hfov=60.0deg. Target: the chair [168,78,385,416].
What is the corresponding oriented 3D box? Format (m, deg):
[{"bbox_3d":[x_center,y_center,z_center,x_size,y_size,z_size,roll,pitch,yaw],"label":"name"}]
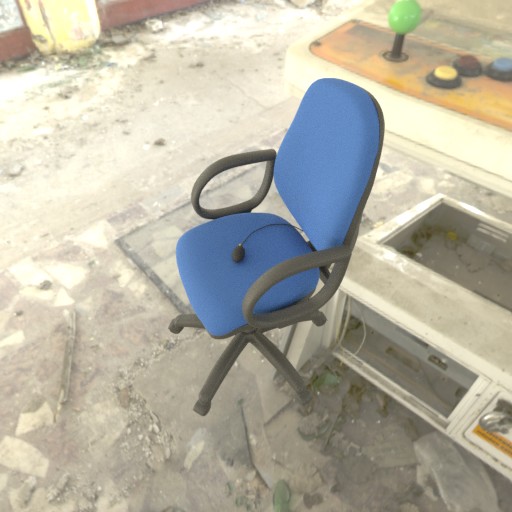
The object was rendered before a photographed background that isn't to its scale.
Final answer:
[{"bbox_3d":[0.000,0.000,1.234,0.549,0.905,0.552,-16,49,-15],"label":"chair"}]
